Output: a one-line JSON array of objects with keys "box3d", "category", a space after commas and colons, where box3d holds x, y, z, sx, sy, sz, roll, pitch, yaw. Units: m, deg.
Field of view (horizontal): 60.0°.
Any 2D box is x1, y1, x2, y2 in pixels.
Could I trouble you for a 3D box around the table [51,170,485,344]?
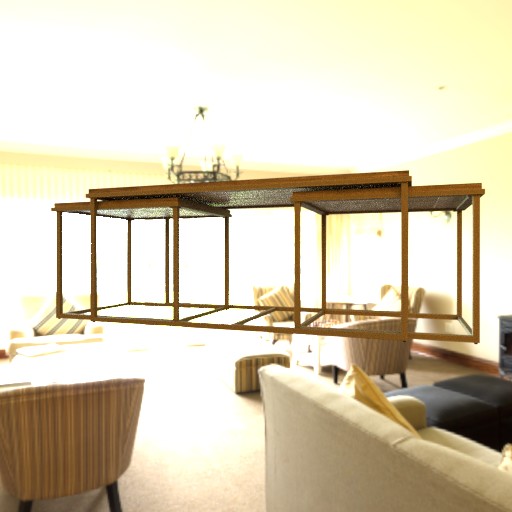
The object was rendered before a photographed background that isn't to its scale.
[{"box3d": [0.000, 0.000, 1.480, 1.312, 0.427, 0.489, 0, 0, 19], "category": "table"}]
